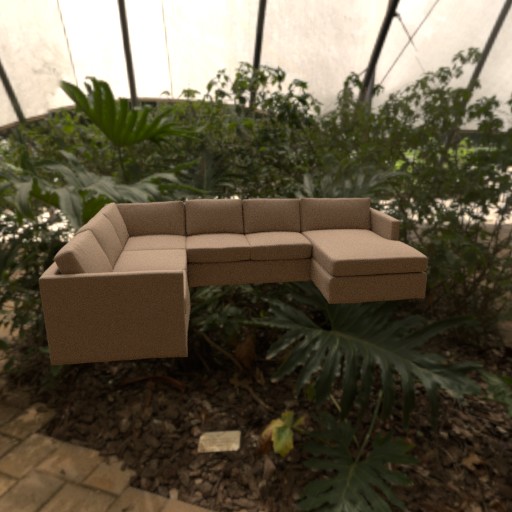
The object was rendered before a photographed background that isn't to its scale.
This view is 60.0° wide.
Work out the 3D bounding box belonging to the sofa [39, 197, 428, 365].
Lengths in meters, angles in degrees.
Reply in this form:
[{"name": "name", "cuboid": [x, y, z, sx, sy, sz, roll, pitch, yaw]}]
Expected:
[{"name": "sofa", "cuboid": [0.000, 0.000, 4.559, 3.460, 0.882, 2.427, -2, 16, -8]}]
